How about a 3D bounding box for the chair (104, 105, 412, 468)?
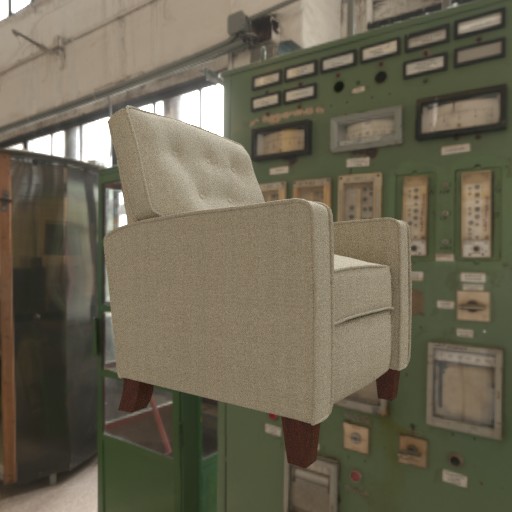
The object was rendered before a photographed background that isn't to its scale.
[{"bbox_3d":[0.000,0.000,1.354,0.754,0.888,0.648,0,0,36],"label":"chair"}]
